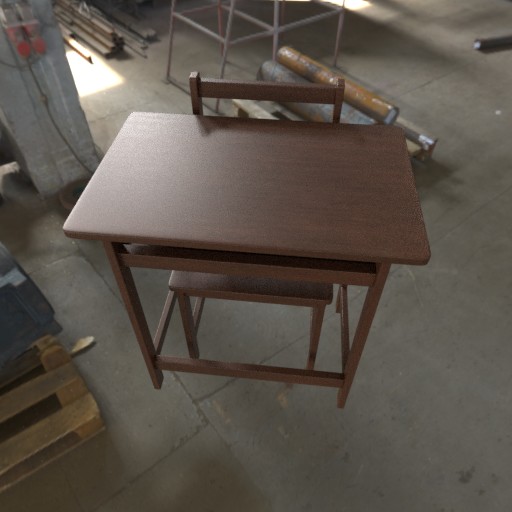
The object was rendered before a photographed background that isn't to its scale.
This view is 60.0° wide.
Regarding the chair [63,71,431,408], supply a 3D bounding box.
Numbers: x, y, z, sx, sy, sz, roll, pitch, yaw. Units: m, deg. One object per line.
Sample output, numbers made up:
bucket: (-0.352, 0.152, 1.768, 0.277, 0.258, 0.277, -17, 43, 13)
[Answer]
chair: (0.000, 0.000, 1.059, 0.599, 0.673, 0.463, 5, 47, 4)
